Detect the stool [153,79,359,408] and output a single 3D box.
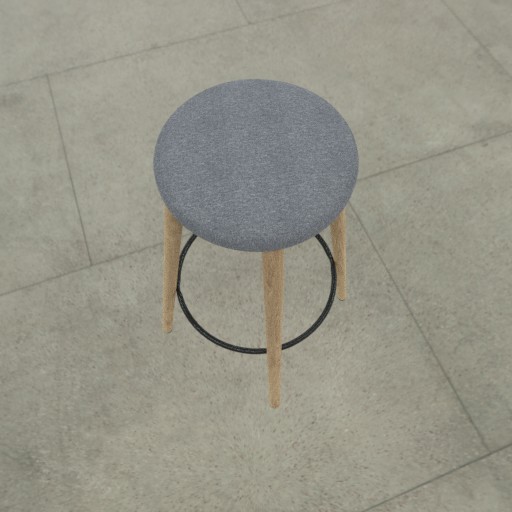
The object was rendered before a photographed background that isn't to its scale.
[{"bbox_3d":[0.000,0.000,1.007,0.410,0.770,0.410,31,67,14],"label":"stool"}]
